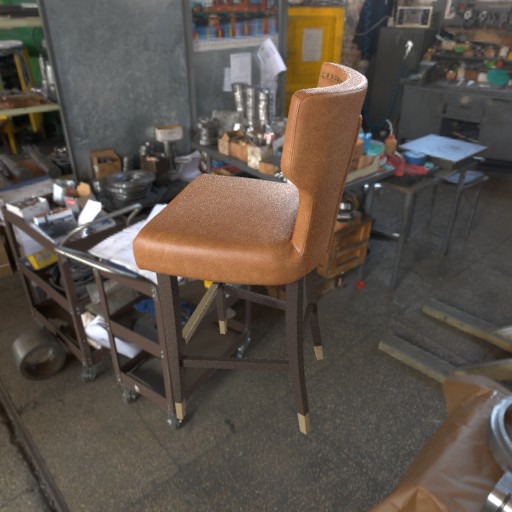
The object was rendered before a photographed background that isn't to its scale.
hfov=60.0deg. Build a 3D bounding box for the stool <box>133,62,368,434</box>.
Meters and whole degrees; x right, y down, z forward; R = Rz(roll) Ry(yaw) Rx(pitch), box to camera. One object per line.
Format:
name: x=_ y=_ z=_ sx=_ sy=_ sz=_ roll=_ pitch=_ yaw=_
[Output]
stool: x=0.000 y=0.000 z=1.406 sx=0.563 sy=1.092 sz=0.526 roll=8 pitch=31 yaw=13
